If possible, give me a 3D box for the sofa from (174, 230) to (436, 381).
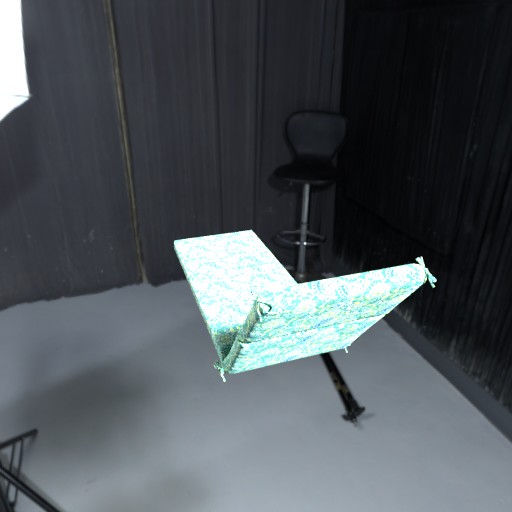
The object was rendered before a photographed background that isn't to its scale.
[{"bbox_3d":[0.000,0.000,2.016,0.582,0.622,1.663,-9,28,-17],"label":"sofa"}]
